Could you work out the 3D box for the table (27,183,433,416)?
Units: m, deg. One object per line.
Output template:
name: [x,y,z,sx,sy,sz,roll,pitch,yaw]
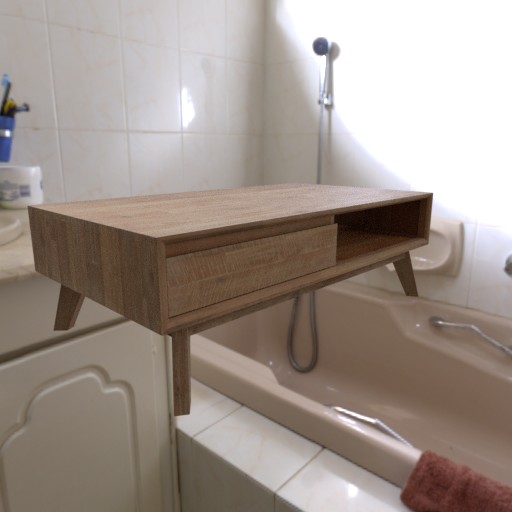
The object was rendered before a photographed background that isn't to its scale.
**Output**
table: [0.000,0.000,2.040,0.918,0.531,1.619,13,19,43]
